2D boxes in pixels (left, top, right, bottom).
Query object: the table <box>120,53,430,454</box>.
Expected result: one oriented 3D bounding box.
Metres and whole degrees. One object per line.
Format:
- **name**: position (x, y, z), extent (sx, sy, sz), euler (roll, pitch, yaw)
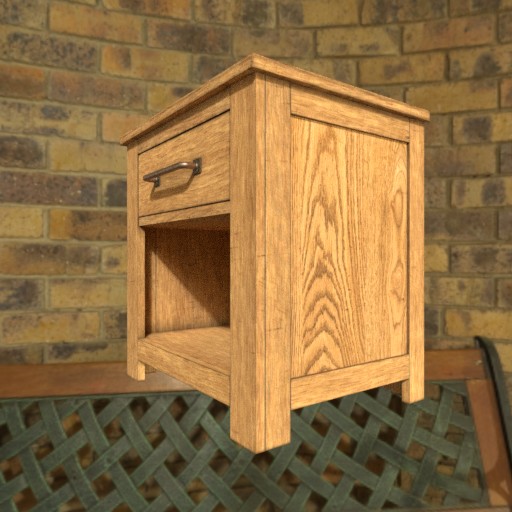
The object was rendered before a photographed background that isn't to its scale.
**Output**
- **table**: position (0.000, 0.000, 1.054), extent (0.494, 0.625, 0.601), euler (0, 0, -36)
